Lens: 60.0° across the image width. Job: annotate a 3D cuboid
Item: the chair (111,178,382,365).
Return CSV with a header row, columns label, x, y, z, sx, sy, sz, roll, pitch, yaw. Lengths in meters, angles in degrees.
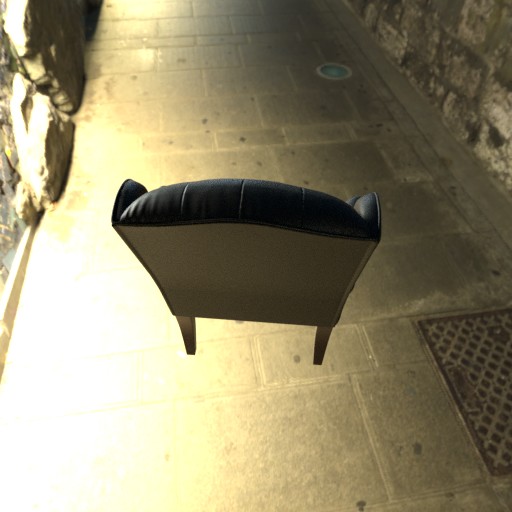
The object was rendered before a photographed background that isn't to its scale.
label,x,y,z,sx,sy,sz,roll,pitch,yaw
chair,0.000,0.000,1.687,0.838,1.111,0.762,4,47,3
